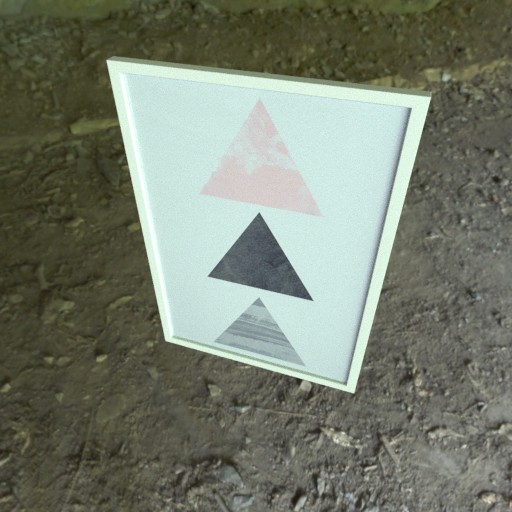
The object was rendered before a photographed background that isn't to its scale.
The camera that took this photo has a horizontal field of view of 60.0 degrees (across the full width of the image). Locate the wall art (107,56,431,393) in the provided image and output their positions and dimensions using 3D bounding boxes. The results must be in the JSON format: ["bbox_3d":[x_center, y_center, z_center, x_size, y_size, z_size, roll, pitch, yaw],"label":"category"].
[{"bbox_3d":[0.000,0.000,0.542,0.303,0.433,0.013,12,42,14],"label":"wall art"}]
